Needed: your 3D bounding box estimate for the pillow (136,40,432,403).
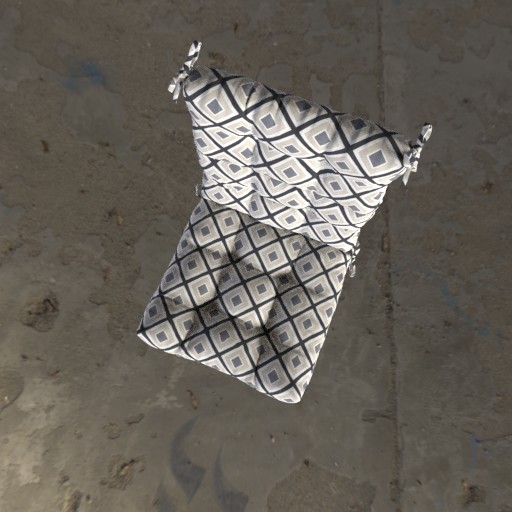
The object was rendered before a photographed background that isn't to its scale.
[{"bbox_3d":[0.000,0.000,1.030,0.519,0.605,0.571,21,76,5],"label":"pillow"}]
